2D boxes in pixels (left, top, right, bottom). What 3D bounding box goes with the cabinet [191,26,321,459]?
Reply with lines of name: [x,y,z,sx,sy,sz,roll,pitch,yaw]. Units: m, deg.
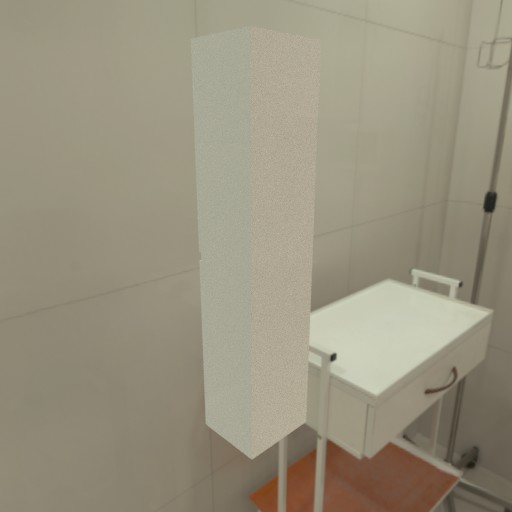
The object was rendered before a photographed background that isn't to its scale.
cabinet: [0.000,0.000,1.573,0.300,1.400,0.270,-16,23,-42]
